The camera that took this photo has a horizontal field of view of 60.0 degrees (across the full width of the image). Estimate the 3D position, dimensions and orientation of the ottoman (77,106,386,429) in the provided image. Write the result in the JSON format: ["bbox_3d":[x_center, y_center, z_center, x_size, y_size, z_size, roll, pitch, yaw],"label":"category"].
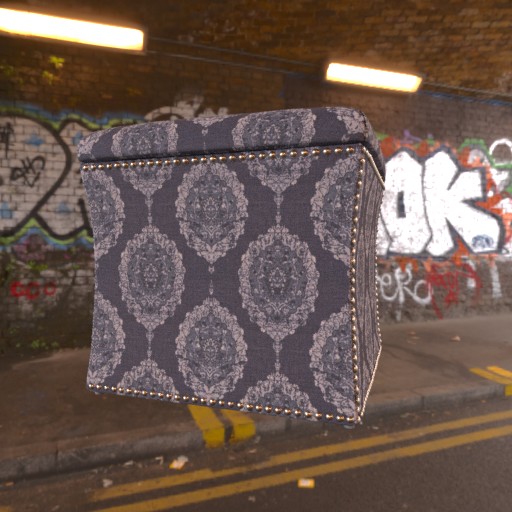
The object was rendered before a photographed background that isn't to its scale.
[{"bbox_3d":[0.000,0.000,0.902,0.497,0.475,0.507,1,2,19],"label":"ottoman"}]
